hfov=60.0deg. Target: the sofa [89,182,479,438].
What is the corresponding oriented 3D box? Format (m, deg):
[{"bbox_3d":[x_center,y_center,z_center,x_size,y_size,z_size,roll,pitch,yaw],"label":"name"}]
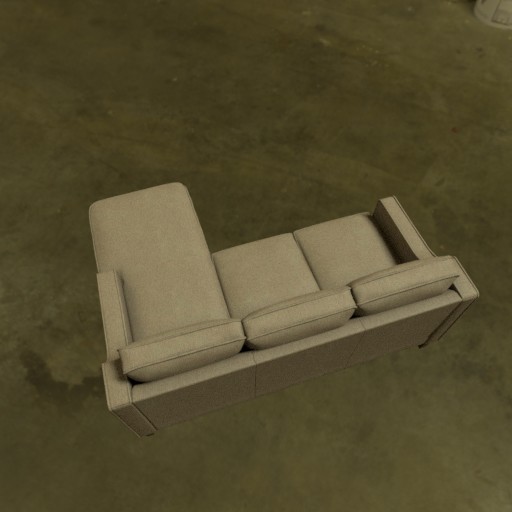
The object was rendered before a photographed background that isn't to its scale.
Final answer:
[{"bbox_3d":[0.000,0.000,3.317,2.317,1.081,1.858,-15,58,-10],"label":"sofa"}]
